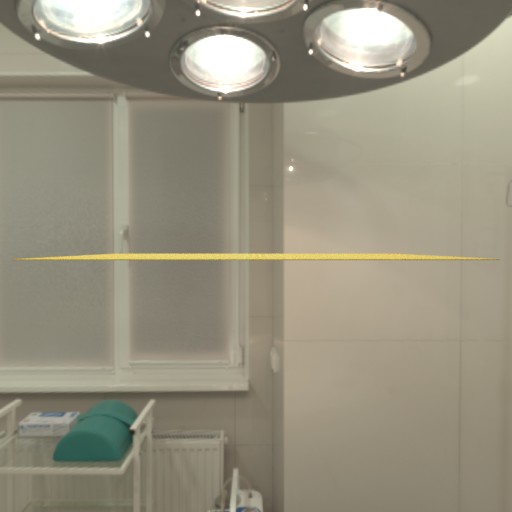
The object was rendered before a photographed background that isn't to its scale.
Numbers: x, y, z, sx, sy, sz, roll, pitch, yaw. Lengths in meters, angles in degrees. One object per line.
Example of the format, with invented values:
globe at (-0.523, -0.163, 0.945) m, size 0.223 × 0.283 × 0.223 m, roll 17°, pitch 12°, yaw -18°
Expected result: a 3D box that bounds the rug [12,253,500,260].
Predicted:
rug at (0.000, 0.000, 3.621) m, size 2.895 × 0.006 × 1.981 m, roll 0°, pitch 1°, yaw 0°
